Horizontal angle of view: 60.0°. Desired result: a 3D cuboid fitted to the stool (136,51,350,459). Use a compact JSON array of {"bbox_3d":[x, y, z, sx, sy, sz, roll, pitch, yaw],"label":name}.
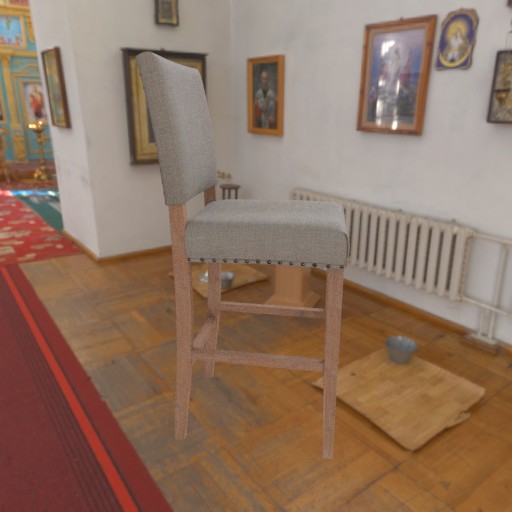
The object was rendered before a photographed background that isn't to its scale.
[{"bbox_3d":[0.000,0.000,1.477,0.585,1.203,0.445,3,17,8],"label":"stool"}]
